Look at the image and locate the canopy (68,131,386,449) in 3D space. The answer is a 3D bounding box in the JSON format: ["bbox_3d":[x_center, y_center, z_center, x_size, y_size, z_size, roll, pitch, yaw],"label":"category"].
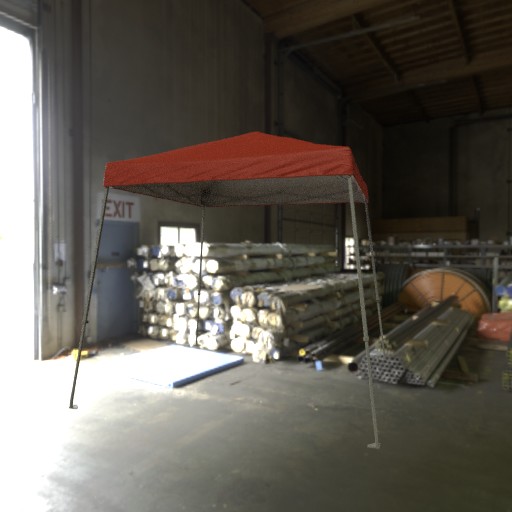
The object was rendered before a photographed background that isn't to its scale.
[{"bbox_3d":[0.000,0.000,5.112,2.850,2.850,2.849,0,1,17],"label":"canopy"}]
